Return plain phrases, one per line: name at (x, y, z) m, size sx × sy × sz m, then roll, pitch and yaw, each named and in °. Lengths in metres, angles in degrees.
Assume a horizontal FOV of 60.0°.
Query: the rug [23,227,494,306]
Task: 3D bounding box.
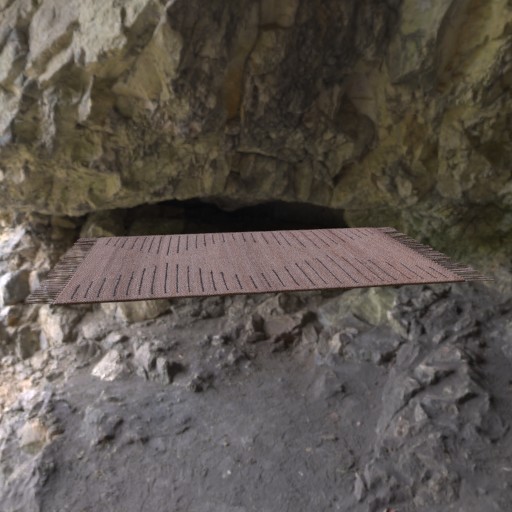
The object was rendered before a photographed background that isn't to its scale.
rug at (0.000, 0.000, 1.988) m, size 1.718 × 0.017 × 0.905 m, roll -3°, pitch 17°, yaw -8°
